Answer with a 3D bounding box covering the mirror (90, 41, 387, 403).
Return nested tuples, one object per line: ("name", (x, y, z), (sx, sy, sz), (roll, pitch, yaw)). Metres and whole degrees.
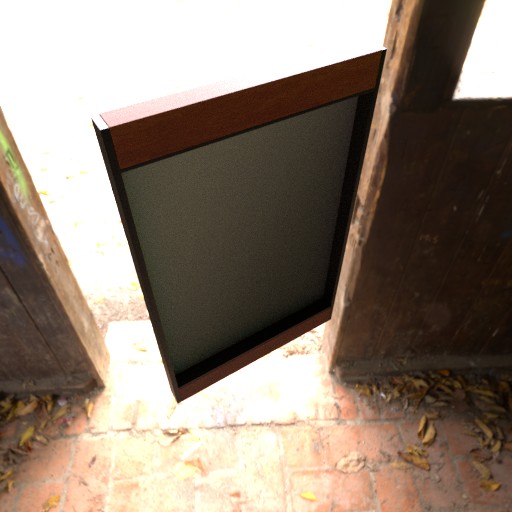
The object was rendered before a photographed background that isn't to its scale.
("mirror", (0.000, 0.000, 1.006), (0.525, 0.823, 0.047), (-24, 51, -21))
